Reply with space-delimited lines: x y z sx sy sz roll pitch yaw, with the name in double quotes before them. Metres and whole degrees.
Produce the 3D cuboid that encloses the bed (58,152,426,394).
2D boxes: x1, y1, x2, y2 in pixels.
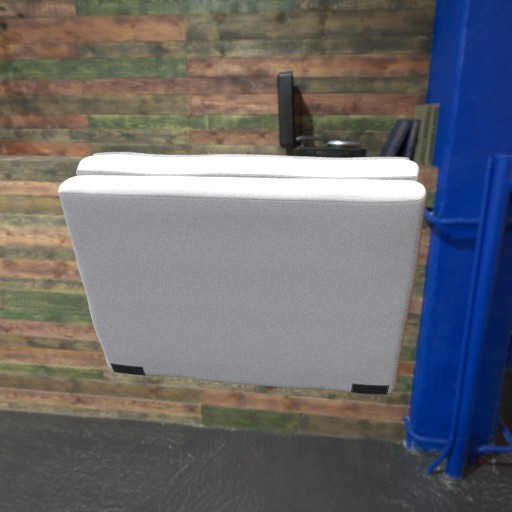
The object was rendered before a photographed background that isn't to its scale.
"bed" 0.000 0.000 1.316 0.799 0.614 0.749 2 16 8
